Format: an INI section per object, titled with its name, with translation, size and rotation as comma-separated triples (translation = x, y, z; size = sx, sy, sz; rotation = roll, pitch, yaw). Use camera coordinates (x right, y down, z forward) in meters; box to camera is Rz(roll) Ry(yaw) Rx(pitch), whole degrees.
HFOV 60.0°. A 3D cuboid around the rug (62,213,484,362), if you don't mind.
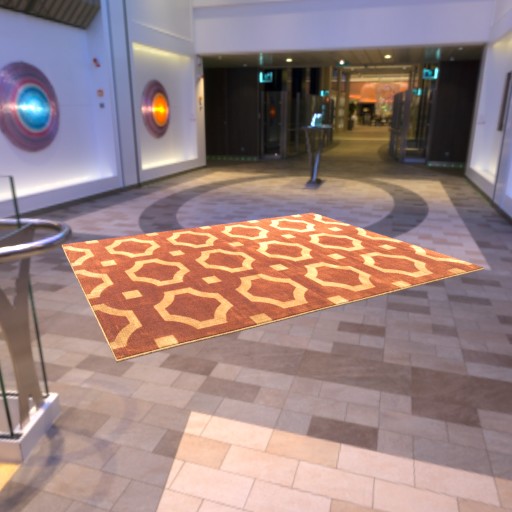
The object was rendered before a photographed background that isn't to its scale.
[rug]
translation = 0.000, 0.000, 4.070
size = 3.049, 0.021, 2.466
rotation = -10, 20, -27
